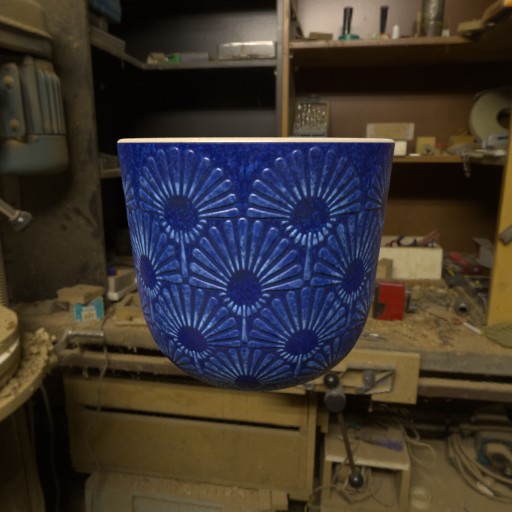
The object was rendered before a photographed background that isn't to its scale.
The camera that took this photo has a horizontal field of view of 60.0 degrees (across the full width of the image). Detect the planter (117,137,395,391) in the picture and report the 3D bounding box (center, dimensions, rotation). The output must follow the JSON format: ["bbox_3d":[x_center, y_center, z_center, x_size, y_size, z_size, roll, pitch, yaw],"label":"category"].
[{"bbox_3d":[0.000,0.000,0.300,0.170,0.153,0.170,0,14,0],"label":"planter"}]
